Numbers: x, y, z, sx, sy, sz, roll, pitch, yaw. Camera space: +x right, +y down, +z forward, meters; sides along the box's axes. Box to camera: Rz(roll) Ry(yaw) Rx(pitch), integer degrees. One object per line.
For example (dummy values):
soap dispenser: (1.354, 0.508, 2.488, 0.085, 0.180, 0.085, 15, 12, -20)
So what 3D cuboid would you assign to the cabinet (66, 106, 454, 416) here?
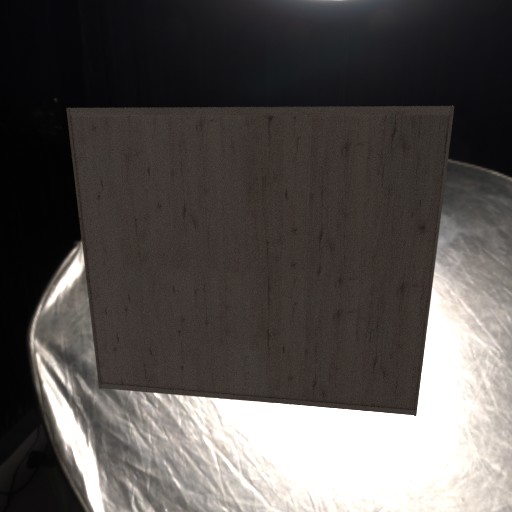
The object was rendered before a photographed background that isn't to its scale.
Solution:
cabinet: (0.000, 0.000, 3.455, 2.500, 2.180, 0.660, 2, 17, 8)
